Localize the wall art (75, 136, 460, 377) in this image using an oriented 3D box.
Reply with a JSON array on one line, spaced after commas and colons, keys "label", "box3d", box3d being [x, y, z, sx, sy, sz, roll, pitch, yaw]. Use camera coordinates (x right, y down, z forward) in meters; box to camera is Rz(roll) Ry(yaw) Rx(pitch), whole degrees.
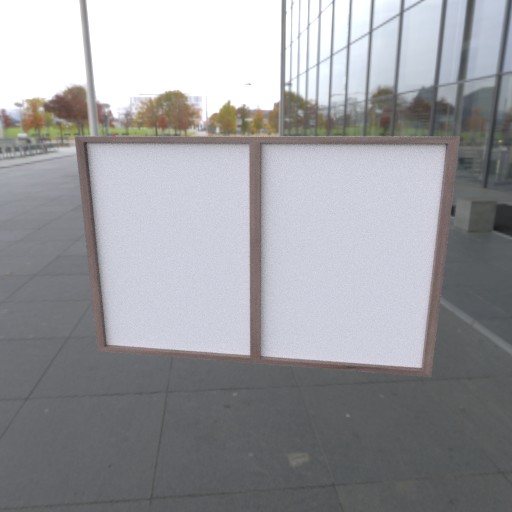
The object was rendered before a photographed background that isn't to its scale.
[{"label": "wall art", "box3d": [0.000, 0.000, 1.148, 0.919, 0.598, 0.038, 2, 16, 8]}]
